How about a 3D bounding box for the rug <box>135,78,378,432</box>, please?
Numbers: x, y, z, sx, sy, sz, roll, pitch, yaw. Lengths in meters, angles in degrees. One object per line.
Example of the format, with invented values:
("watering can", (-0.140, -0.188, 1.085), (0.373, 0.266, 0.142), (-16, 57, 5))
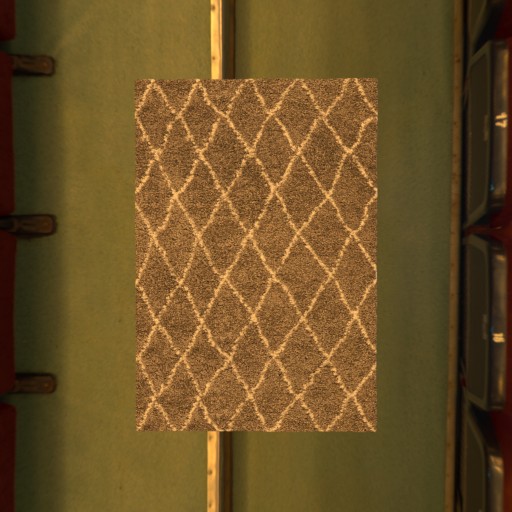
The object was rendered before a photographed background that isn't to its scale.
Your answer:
("rug", (0.000, 0.000, 2.237), (1.219, 0.030, 1.778), (0, 91, 0))
